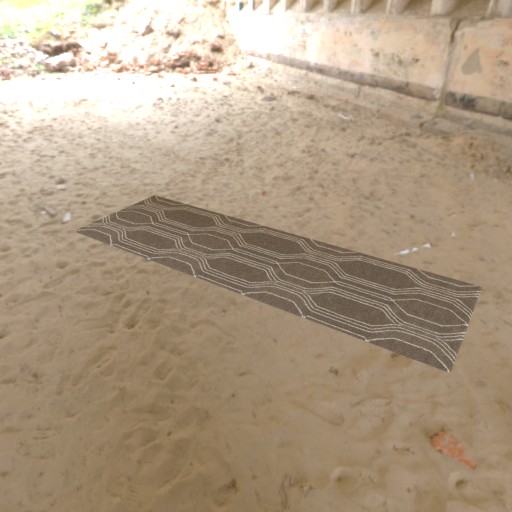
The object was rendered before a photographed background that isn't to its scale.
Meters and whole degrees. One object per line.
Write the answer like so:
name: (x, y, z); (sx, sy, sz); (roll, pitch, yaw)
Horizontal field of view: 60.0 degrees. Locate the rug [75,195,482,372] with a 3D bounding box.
rug: (0.000, 0.000, 2.739); (2.464, 0.012, 0.773); (18, 34, 28)
